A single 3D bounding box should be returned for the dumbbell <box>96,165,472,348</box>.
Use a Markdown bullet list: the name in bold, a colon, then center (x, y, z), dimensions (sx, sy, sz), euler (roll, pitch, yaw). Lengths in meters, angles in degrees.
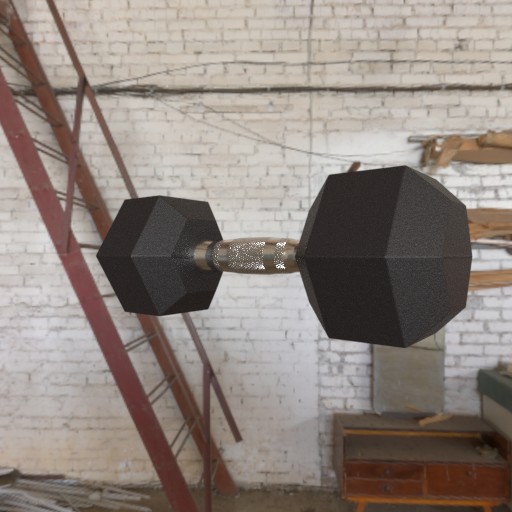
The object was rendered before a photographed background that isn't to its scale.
- **dumbbell**: center (0.000, 0.000, 0.417), dimensions (0.356, 0.123, 0.141), euler (0, 0, 38)
